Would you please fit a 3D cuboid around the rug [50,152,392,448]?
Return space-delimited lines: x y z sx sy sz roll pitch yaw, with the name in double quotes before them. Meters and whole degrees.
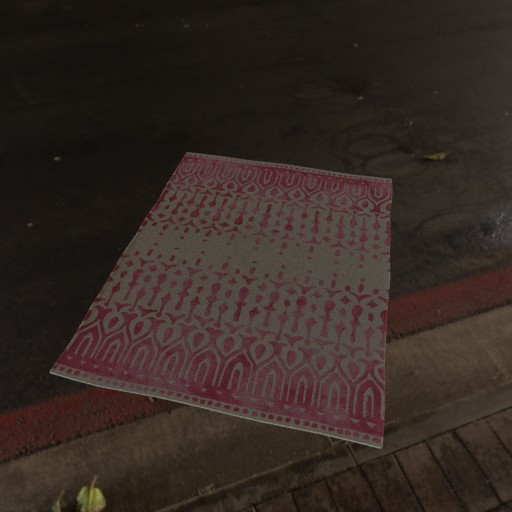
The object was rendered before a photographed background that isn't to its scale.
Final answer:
"rug" 0.000 0.000 4.129 2.441 0.016 3.095 9 46 9
